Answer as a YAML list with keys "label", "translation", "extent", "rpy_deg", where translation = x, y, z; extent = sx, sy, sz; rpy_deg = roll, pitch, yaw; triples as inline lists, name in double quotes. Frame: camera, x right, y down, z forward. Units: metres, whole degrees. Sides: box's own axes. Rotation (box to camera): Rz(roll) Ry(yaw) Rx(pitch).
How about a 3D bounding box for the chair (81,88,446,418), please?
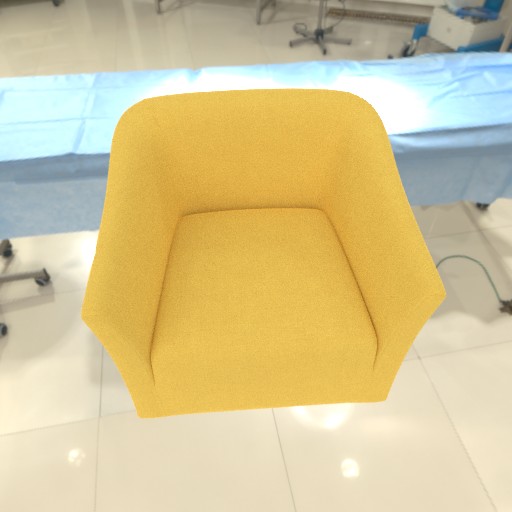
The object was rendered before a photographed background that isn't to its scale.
- label: "chair"
  translation: [0.000, 0.000, 1.326]
  extent: [0.790, 0.720, 0.700]
  rpy_deg: [-3, 47, -3]
